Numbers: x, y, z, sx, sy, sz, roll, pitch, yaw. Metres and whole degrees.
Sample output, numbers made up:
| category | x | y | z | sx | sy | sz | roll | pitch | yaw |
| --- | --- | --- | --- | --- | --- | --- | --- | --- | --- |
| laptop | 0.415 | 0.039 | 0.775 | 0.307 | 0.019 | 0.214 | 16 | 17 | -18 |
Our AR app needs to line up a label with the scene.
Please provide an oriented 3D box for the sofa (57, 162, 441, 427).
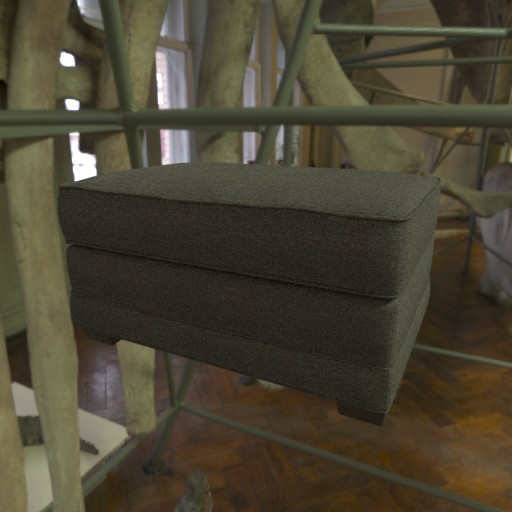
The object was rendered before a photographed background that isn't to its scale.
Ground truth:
| category | x | y | z | sx | sy | sz | roll | pitch | yaw |
| --- | --- | --- | --- | --- | --- | --- | --- | --- | --- |
| sofa | 0.000 | 0.000 | 1.202 | 0.854 | 0.457 | 0.578 | 9 | 19 | 26 |
